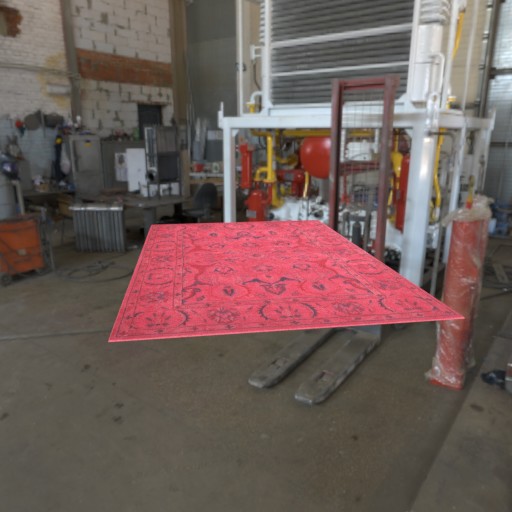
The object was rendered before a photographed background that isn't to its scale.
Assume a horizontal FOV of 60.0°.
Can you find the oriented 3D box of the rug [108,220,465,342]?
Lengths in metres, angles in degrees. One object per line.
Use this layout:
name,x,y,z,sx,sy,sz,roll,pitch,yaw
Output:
rug,0.000,0.000,2.332,1.209,0.008,1.814,-2,16,-8
